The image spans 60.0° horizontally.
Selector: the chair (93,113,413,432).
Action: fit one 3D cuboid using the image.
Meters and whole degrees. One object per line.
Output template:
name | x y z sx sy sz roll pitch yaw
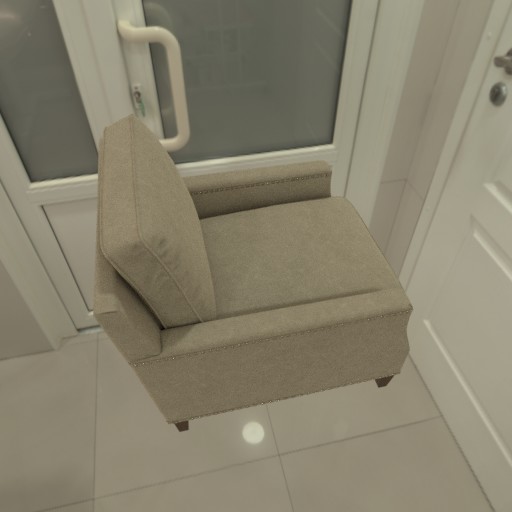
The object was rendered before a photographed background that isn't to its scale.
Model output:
chair | 0.000 0.000 1.682 1.014 0.943 0.853 -9 47 -9
